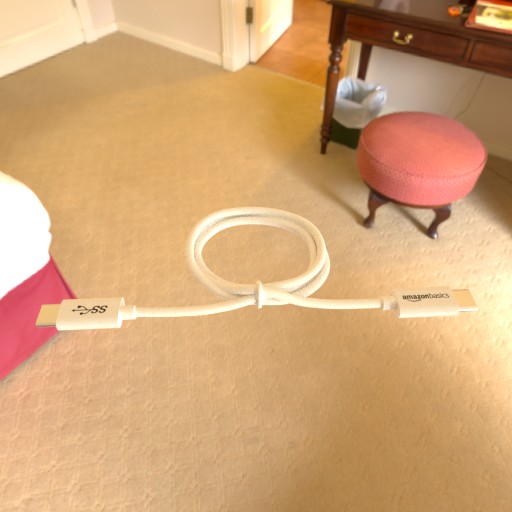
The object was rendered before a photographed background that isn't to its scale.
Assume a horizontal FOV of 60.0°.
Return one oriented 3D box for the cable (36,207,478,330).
[{"bbox_3d":[0.000,0.000,0.207,0.186,0.014,0.070,-2,47,-2],"label":"cable"}]
